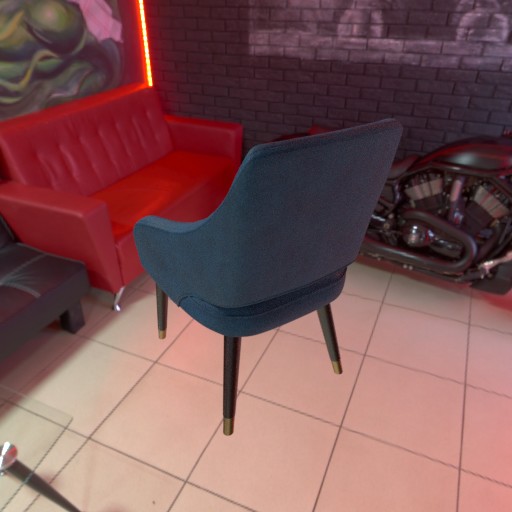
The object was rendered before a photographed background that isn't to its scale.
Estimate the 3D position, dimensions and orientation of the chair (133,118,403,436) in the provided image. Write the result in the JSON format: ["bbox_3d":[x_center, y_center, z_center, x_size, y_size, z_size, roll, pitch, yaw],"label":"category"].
[{"bbox_3d":[0.000,0.000,1.602,0.683,1.081,0.794,-19,36,-28],"label":"chair"}]
